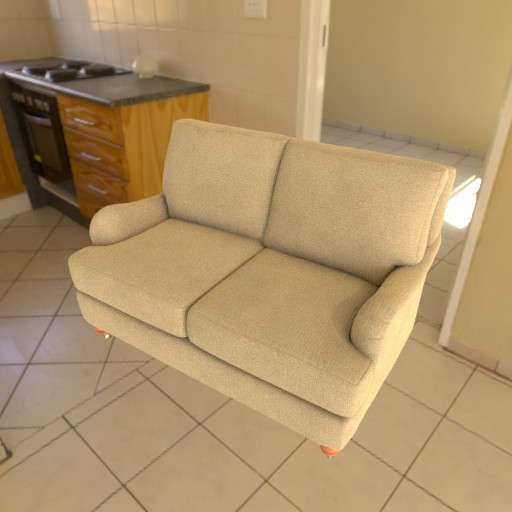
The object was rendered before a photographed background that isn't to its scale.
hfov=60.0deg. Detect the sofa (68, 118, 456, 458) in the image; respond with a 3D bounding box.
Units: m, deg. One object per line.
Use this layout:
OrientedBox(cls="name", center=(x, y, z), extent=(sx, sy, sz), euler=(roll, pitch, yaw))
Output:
OrientedBox(cls="sofa", center=(0.000, 0.000, 2.103), extent=(1.480, 0.999, 1.087), euler=(18, 36, 28))
